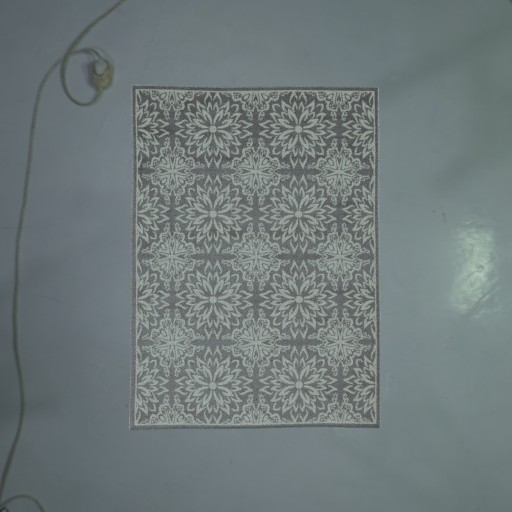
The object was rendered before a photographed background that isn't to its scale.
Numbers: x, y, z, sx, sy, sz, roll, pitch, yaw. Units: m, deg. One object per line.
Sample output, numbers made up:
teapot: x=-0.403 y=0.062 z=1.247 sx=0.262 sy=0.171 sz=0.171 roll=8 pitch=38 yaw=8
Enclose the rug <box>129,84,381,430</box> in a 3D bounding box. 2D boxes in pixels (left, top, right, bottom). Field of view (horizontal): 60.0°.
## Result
rug: x=0.000 y=0.000 z=2.854 sx=1.608 sy=0.014 sz=2.213 roll=0 pitch=89 yaw=-1
